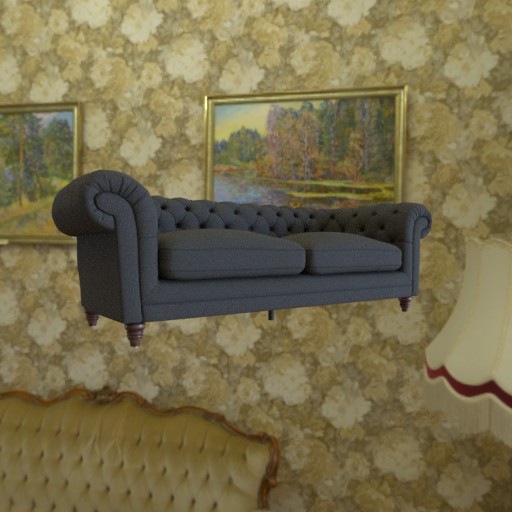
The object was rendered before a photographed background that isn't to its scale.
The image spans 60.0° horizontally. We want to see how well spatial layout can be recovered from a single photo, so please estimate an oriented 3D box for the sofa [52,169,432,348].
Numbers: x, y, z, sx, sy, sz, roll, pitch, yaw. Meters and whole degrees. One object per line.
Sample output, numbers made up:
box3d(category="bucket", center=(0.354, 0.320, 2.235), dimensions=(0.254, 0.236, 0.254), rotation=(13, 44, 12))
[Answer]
box3d(category="sofa", center=(0.000, 0.000, 2.769), dimensions=(2.362, 0.762, 0.991), rotation=(0, 1, -36))
